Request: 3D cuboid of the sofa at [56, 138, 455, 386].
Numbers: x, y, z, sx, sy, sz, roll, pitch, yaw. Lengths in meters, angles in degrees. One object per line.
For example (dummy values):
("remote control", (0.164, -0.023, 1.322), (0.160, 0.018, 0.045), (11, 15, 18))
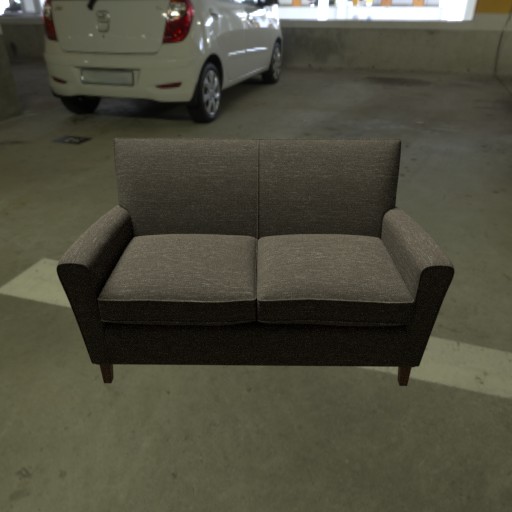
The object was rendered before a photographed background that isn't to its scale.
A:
("sofa", (0.000, 0.000, 2.093), (1.509, 0.905, 0.867), (0, 30, 1))
